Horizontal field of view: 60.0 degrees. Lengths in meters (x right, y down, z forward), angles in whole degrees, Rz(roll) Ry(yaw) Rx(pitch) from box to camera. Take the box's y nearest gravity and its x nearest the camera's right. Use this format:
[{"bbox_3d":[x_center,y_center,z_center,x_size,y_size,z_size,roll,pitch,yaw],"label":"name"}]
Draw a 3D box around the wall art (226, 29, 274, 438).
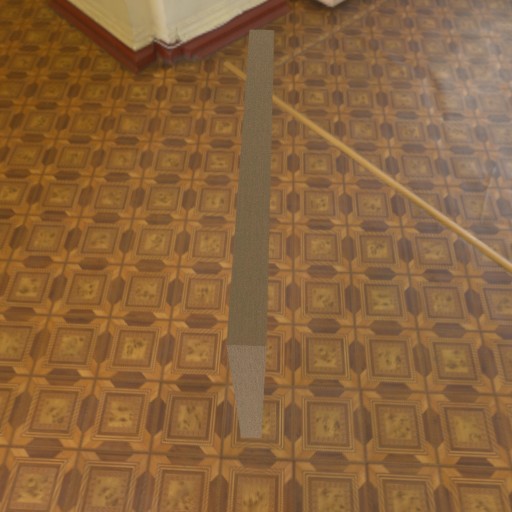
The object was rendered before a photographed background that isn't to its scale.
[{"bbox_3d":[0.000,0.000,0.767,0.038,0.506,0.508,2,59,1],"label":"wall art"}]
